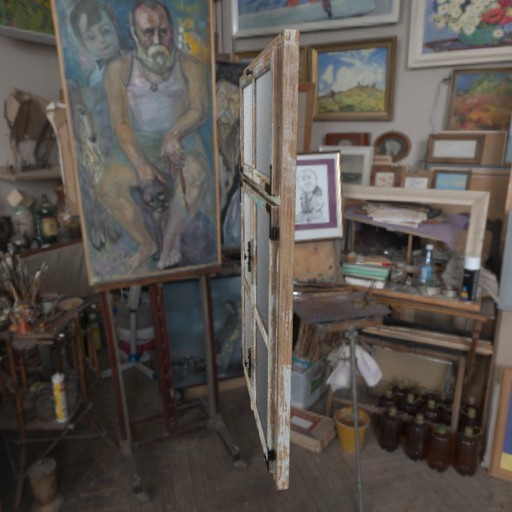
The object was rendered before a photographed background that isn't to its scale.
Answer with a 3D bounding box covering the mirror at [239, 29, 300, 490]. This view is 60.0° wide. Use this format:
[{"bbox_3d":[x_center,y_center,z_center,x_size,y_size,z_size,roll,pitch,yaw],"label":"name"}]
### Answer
[{"bbox_3d":[0.000,0.000,1.455,0.083,1.213,0.707,-2,16,-8],"label":"mirror"}]
